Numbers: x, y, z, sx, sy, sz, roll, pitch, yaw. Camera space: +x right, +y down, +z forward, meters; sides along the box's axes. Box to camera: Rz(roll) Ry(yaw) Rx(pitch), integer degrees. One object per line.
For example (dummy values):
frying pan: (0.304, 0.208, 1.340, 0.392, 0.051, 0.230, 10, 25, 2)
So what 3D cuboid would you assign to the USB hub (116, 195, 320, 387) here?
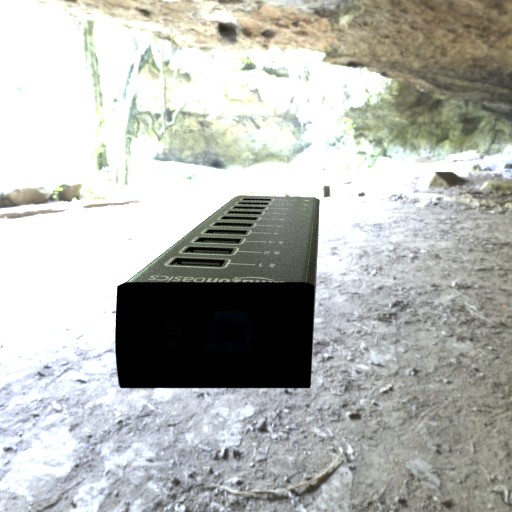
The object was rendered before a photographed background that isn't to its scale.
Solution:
USB hub: (0.000, 0.000, 0.162, 0.044, 0.023, 0.145, 2, 16, 8)
